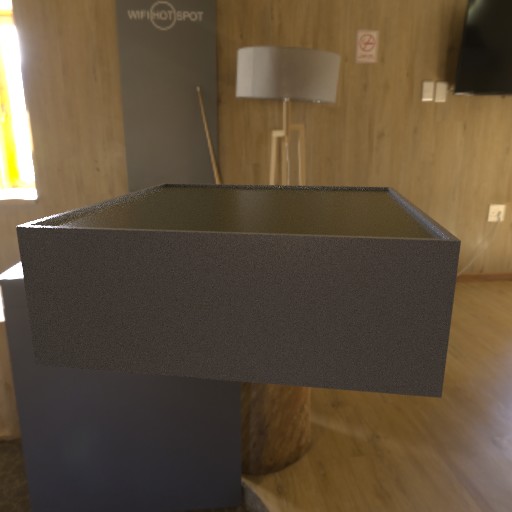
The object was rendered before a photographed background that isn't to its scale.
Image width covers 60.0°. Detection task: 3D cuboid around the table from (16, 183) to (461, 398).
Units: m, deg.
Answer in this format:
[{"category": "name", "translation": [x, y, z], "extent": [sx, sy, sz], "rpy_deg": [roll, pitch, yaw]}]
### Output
[{"category": "table", "translation": [0.000, 0.000, 1.205], "extent": [0.801, 0.299, 0.801], "rpy_deg": [2, 15, 8]}]
